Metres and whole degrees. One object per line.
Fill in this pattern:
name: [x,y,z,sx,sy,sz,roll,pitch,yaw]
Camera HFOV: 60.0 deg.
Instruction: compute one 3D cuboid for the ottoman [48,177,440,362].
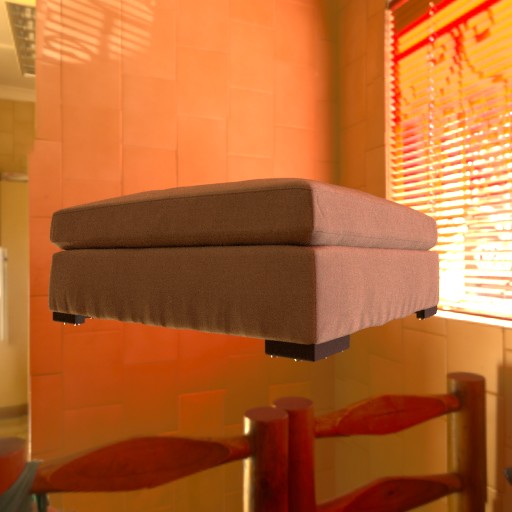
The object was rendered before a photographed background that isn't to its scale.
ottoman: [0.000,0.000,1.821,1.203,0.517,1.171,0,0,36]
